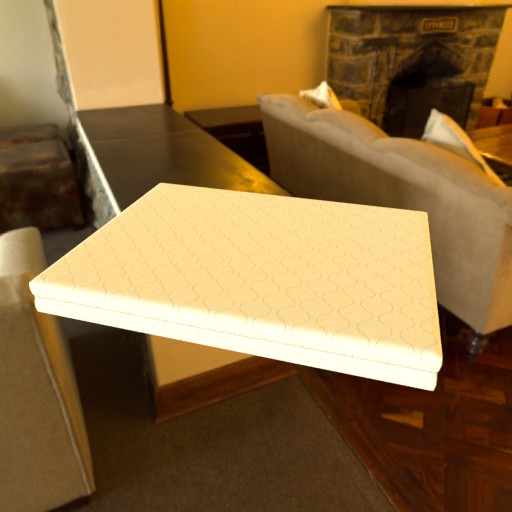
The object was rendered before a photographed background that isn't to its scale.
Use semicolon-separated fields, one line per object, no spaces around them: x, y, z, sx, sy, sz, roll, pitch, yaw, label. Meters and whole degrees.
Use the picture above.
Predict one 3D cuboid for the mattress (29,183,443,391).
0.000;0.000;2.543;1.900;0.200;1.400;8;31;14;mattress
